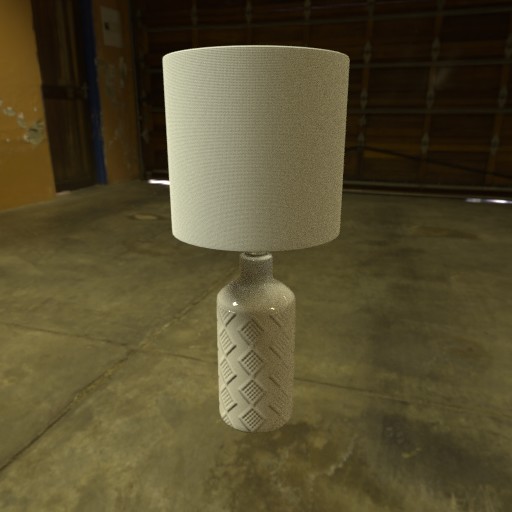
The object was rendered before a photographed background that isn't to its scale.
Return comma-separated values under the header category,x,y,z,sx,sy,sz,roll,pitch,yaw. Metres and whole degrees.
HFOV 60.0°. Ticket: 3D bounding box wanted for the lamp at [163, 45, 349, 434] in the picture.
category,x,y,z,sx,sy,sz,roll,pitch,yaw
lamp,0.000,0.000,0.567,0.207,0.461,0.207,-8,19,-25
